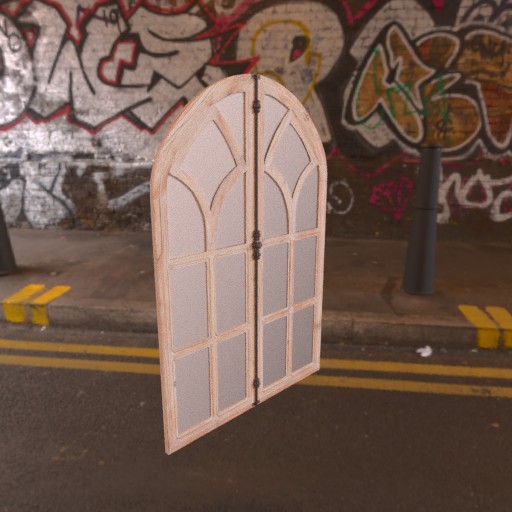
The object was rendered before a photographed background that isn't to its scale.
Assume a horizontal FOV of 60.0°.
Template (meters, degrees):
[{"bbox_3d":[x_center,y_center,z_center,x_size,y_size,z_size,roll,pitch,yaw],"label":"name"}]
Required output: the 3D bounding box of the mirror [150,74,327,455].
[{"bbox_3d":[0.000,0.000,1.195,0.609,0.915,0.032,-14,20,-43],"label":"mirror"}]
